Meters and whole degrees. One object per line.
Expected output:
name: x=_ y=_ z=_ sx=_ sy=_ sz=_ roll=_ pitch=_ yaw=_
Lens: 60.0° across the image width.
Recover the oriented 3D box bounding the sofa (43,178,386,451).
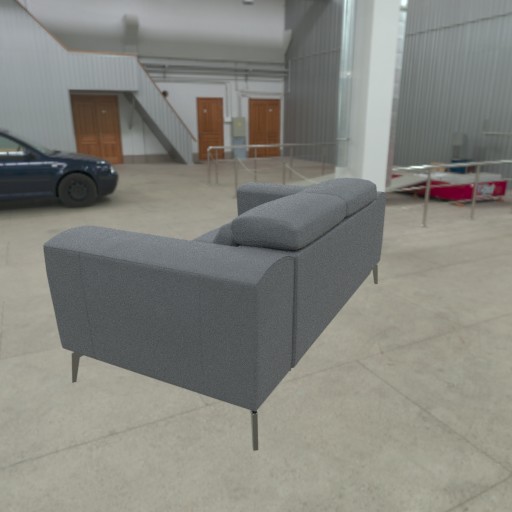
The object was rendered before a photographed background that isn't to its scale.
sofa: x=0.000 y=0.000 z=2.424 sx=1.003 sy=0.779 sz=1.895 roll=9 pitch=19 yaw=26
